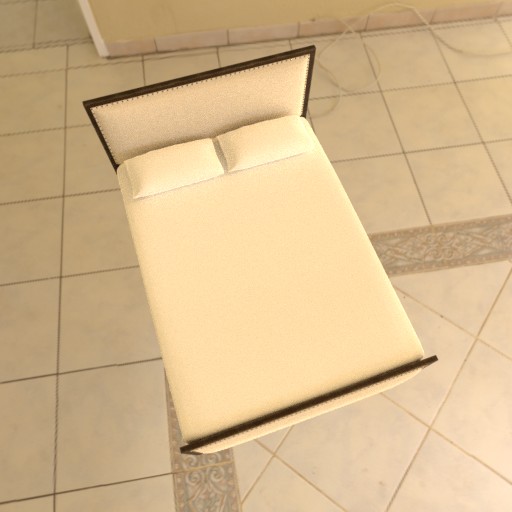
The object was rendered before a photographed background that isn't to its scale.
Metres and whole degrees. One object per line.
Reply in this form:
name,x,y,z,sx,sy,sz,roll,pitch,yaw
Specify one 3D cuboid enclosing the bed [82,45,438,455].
bed,0.000,0.000,3.112,1.607,1.313,2.221,-17,66,-8
